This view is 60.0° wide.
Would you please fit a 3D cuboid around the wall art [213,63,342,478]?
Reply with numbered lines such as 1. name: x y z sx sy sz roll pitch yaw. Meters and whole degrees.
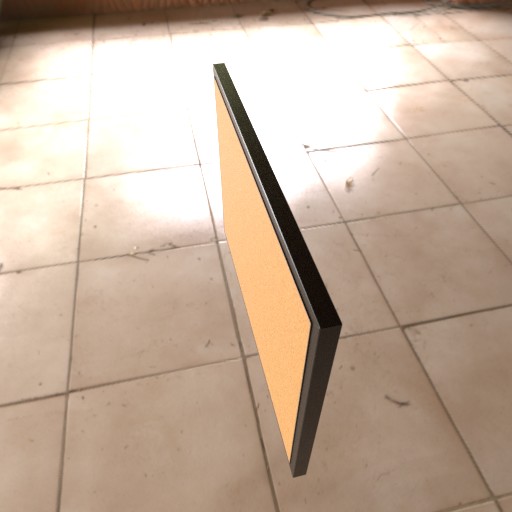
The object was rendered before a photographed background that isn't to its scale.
1. wall art: 0.000 0.000 0.839 0.027 0.458 0.657 -10 47 -9
